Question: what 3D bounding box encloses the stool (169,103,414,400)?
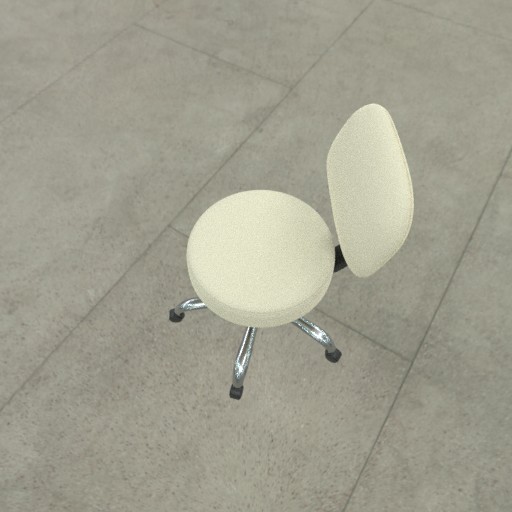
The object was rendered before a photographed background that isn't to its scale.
[{"bbox_3d":[0.000,0.000,1.257,0.616,0.810,0.609,-2,59,-1],"label":"stool"}]
